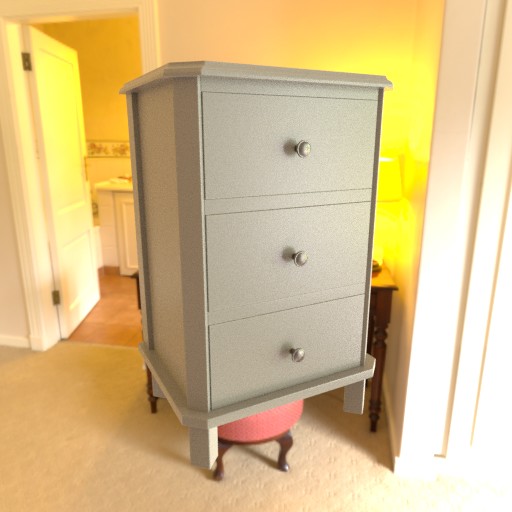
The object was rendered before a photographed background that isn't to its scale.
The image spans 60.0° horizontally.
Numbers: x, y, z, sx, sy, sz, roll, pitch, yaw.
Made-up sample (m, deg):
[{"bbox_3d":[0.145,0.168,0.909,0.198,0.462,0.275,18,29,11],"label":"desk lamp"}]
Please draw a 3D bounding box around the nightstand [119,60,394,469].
[{"bbox_3d":[0.000,0.000,0.917,0.435,0.680,0.348,-8,17,-27],"label":"nightstand"}]
